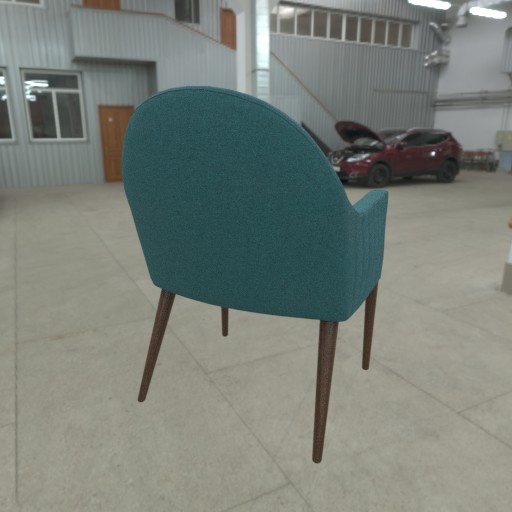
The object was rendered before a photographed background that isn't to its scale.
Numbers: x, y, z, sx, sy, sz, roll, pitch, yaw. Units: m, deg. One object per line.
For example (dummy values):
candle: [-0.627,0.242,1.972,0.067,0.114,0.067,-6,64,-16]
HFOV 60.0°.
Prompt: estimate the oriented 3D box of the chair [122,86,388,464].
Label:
chair: [0.000,0.000,1.328,0.656,0.907,0.652,8,18,26]
